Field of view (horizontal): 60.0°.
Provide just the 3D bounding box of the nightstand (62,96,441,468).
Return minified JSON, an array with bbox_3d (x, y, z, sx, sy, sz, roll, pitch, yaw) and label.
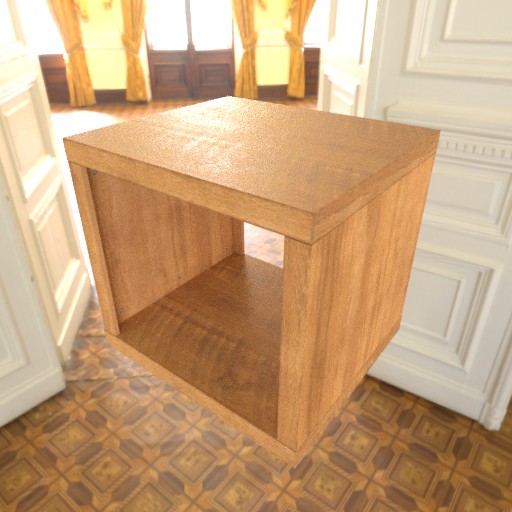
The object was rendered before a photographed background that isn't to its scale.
[{"bbox_3d":[0.000,0.000,0.887,0.493,0.491,0.436,21,37,31],"label":"nightstand"}]
